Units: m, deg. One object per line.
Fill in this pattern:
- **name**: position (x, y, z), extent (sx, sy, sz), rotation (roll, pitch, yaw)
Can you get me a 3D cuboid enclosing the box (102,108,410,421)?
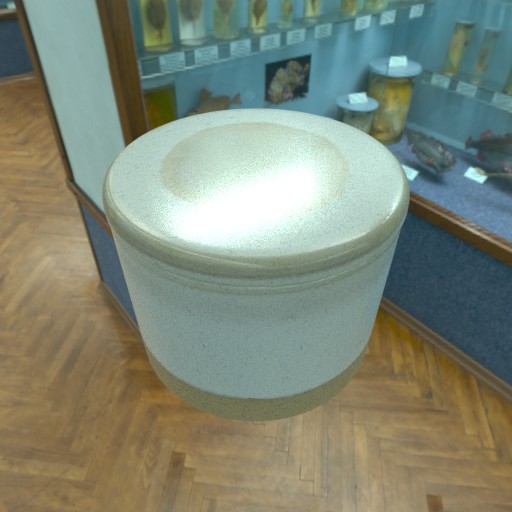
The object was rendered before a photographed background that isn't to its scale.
- **box**: position (0.000, 0.000, 0.265), extent (0.154, 0.123, 0.154), rotation (0, 40, 0)
